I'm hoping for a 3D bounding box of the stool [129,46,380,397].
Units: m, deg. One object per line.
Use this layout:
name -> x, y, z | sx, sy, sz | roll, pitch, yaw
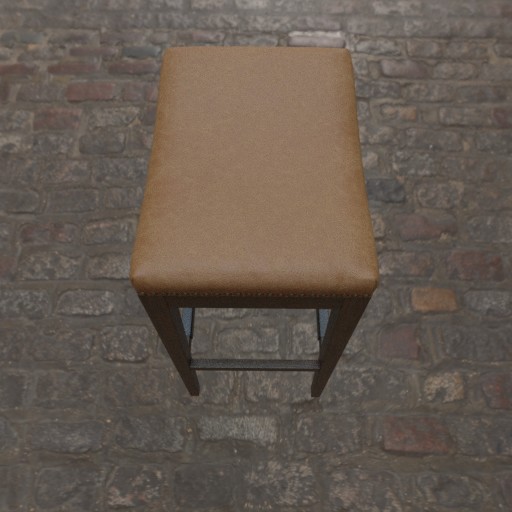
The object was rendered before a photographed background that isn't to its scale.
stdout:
stool -> 0.000, 0.000, 1.019 | 0.361, 0.759, 0.500 | 1, 63, 0
